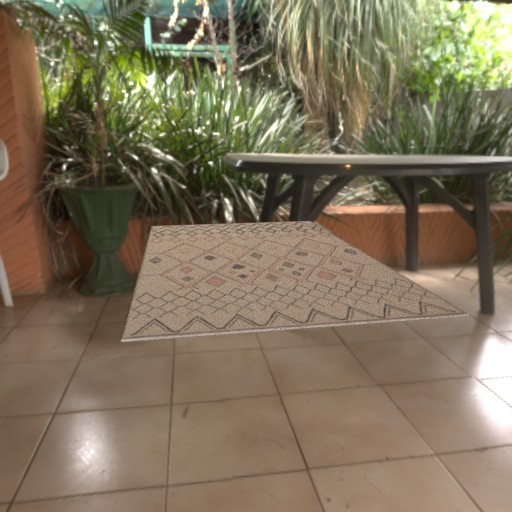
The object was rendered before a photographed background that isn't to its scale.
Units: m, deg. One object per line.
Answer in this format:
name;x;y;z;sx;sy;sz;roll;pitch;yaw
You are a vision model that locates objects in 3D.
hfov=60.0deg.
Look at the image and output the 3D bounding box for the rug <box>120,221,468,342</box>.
rug;0.000;0.000;3.036;1.524;0.015;2.438;-3;15;-10
